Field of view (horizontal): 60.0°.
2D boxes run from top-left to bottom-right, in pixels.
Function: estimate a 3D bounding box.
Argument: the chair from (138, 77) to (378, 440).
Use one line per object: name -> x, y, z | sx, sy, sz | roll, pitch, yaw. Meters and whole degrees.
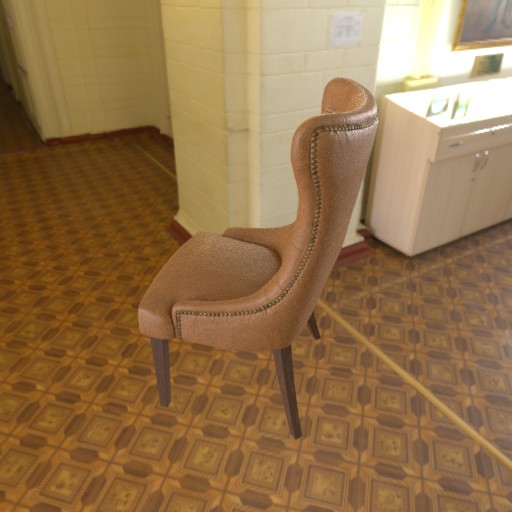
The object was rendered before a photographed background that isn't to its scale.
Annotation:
chair -> 0.000, 0.000, 1.485 | 0.669, 1.065, 0.611 | 7, 32, 12
